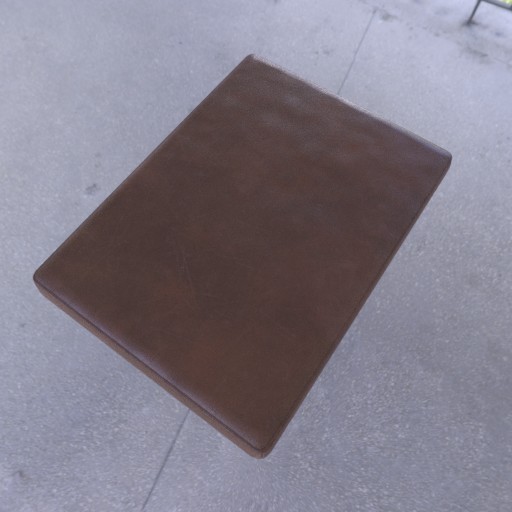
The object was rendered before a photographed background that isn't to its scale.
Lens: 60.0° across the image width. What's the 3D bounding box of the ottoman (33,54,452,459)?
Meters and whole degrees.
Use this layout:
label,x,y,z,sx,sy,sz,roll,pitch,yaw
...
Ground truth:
label,x,y,z,sx,sy,sz,roll,pitch,yaw
ottoman,0.000,0.000,1.161,0.588,0.509,0.795,33,70,14
